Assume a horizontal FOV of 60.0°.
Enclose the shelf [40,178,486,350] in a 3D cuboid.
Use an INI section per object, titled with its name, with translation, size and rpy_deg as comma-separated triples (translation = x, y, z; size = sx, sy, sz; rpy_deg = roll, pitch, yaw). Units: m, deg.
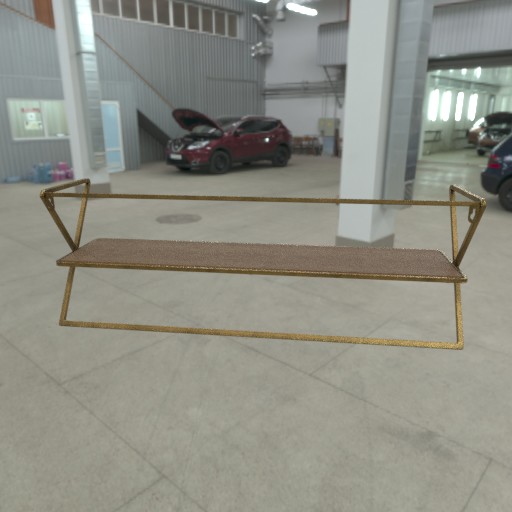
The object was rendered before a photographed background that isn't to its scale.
[shelf]
translation = 0.000, 0.000, 0.738
size = 0.645, 0.229, 0.150
rpy_deg = 2, 18, 7
